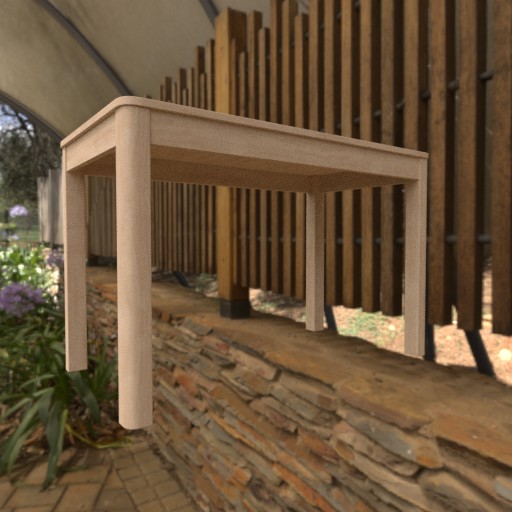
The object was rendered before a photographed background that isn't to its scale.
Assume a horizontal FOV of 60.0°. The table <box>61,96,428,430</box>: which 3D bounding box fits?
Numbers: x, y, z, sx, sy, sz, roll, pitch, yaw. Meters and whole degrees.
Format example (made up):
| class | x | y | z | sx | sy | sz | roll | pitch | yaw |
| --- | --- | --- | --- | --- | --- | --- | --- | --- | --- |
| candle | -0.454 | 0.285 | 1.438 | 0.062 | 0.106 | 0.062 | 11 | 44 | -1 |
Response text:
| class | x | y | z | sx | sy | sz | roll | pitch | yaw |
| --- | --- | --- | --- | --- | --- | --- | --- | --- | --- |
| table | 0.000 | 0.000 | 1.884 | 1.400 | 0.900 | 0.750 | -2 | 3 | -36 |
